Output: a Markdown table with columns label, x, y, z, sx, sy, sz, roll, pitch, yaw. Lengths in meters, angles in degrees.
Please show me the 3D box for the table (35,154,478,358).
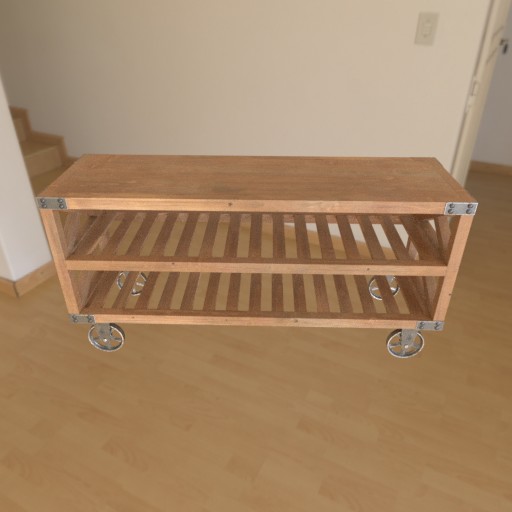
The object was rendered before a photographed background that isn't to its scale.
| label | x | y | z | sx | sy | sz | roll | pitch | yaw |
| --- | --- | --- | --- | --- | --- | --- | --- | --- | --- |
| table | 0.000 | 0.000 | 1.852 | 1.487 | 0.711 | 0.467 | 1 | 31 | 1 |
